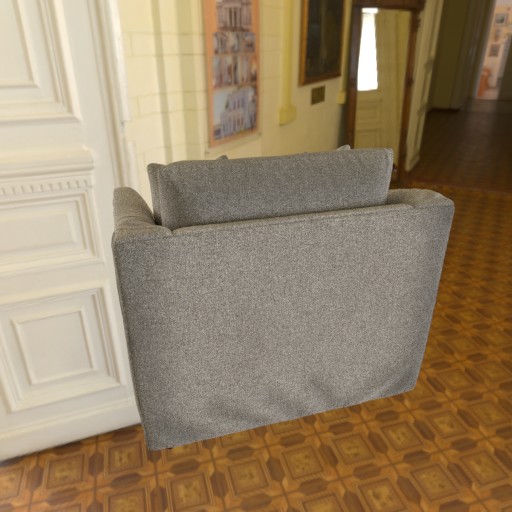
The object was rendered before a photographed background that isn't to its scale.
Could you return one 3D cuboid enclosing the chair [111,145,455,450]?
[{"bbox_3d":[0.000,0.000,2.014,1.194,1.059,1.071,-8,27,-15],"label":"chair"}]
